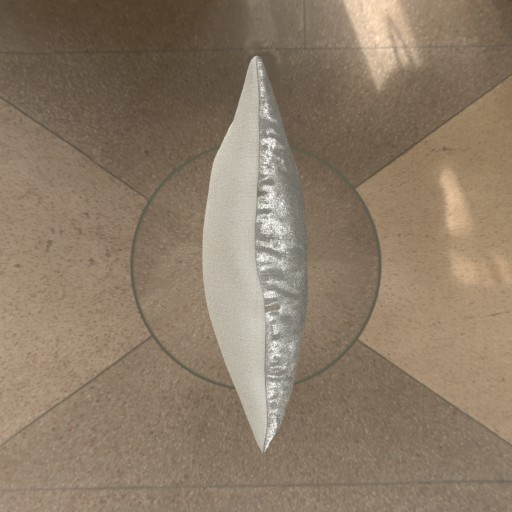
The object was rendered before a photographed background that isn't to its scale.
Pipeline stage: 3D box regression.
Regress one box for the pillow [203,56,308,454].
[{"bbox_3d":[0.000,0.000,0.745,0.175,0.464,0.470,0,89,0],"label":"pillow"}]
